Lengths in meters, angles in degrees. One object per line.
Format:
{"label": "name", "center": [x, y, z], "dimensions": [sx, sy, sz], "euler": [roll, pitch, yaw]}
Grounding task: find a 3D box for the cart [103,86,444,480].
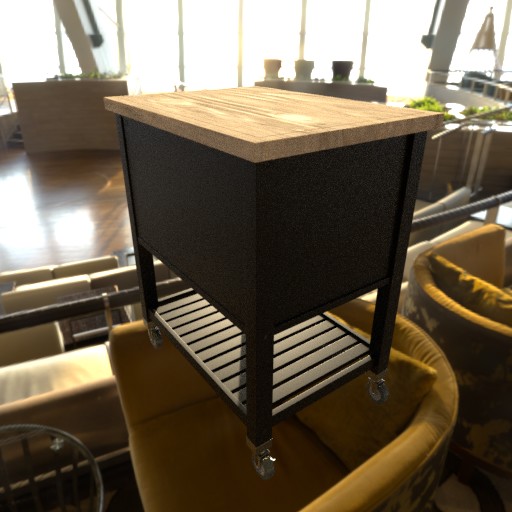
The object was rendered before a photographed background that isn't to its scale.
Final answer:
{"label": "cart", "center": [0.000, 0.000, 1.410], "dimensions": [0.567, 0.920, 0.797], "euler": [-18, 32, -32]}
